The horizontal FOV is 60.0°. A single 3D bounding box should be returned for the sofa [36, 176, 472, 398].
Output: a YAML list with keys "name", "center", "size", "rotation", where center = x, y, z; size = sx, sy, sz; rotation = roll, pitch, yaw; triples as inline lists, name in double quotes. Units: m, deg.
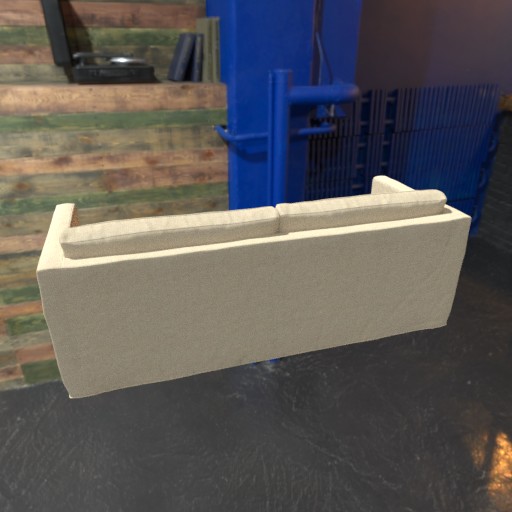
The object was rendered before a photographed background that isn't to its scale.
- name: "sofa"
  center: [0.000, 0.000, 2.731]
  size: [2.312, 0.853, 0.962]
  rotation: [-7, 27, -15]
